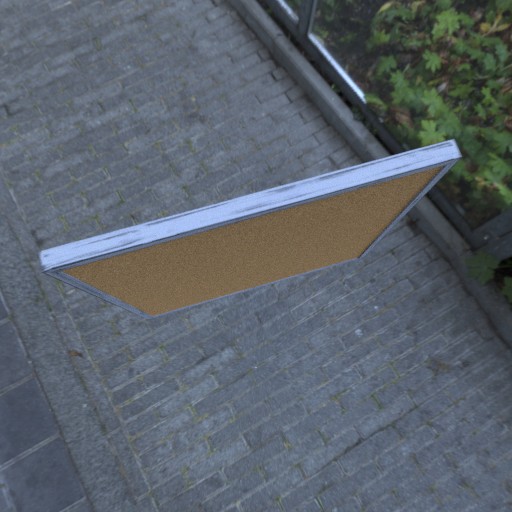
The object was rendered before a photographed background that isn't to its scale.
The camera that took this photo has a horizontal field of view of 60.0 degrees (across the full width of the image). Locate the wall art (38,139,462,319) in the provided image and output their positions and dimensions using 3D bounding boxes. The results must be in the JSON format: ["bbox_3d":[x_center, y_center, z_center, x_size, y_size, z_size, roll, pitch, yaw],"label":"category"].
[{"bbox_3d":[0.000,0.000,1.143,0.761,0.761,0.037,-16,76,-4],"label":"wall art"}]
